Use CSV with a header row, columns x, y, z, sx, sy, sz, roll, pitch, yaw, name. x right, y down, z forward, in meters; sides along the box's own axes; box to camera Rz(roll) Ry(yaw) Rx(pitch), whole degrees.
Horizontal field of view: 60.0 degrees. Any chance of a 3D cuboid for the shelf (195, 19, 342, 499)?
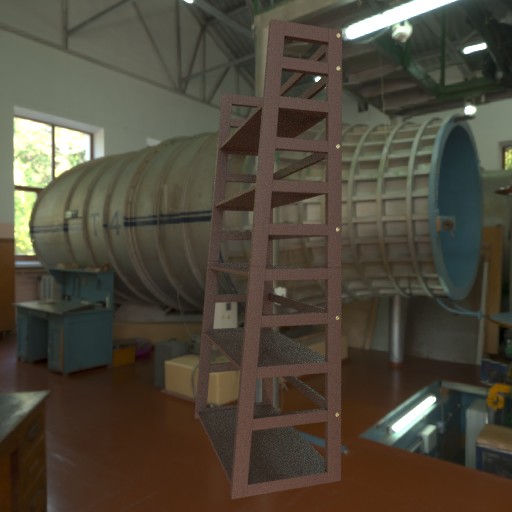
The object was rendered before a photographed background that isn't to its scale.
x,y,z,sx,sy,sz,roll,pitch,yaw,name
0.000,0.000,1.877,0.403,1.600,0.763,0,1,-17,shelf
